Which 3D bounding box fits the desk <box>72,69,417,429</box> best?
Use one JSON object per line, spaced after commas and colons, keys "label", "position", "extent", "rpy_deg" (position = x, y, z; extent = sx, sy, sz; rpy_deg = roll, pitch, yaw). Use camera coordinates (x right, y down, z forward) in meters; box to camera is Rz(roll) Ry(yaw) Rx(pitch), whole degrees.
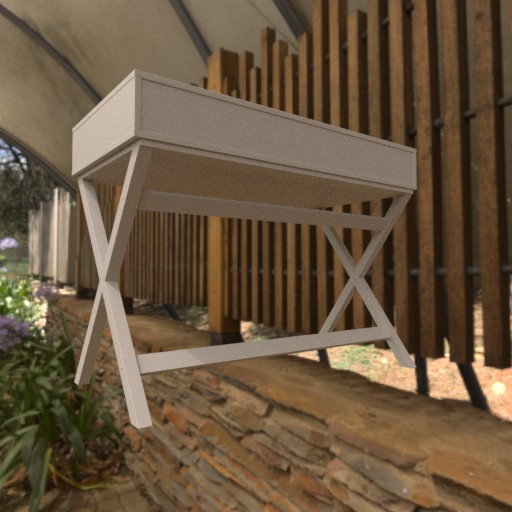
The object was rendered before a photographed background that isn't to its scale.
{"label": "desk", "position": [0.000, 0.000, 1.482], "extent": [1.057, 0.780, 0.525], "rpy_deg": [2, -2, -37]}
